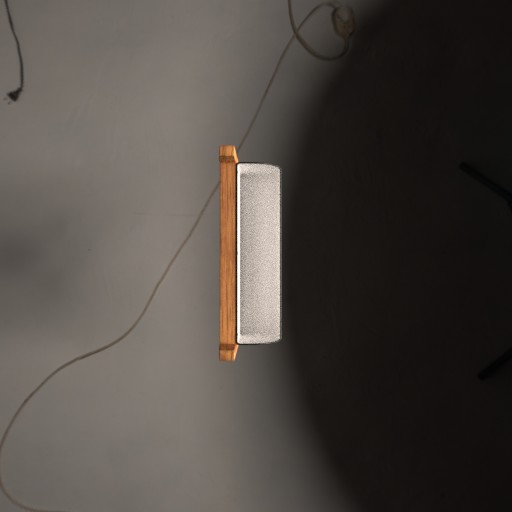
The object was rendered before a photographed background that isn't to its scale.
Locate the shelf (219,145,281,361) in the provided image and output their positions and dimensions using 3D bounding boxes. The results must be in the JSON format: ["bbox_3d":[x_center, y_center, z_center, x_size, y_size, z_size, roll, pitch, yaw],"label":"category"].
[{"bbox_3d":[0.000,0.000,1.730,0.141,1.600,0.454,0,90,1],"label":"shelf"}]
